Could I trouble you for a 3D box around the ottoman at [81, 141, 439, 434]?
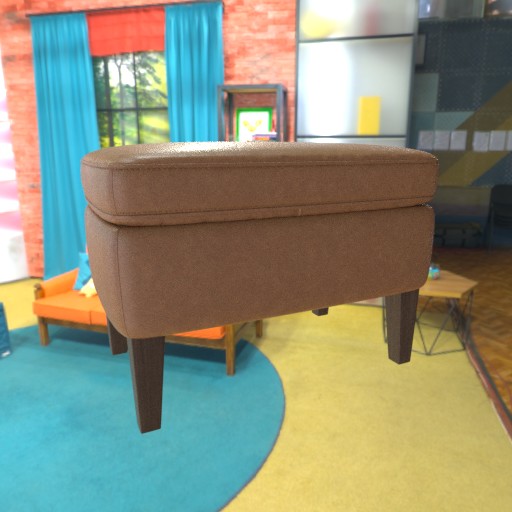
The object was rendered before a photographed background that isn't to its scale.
[{"bbox_3d":[0.000,0.000,0.962,0.670,0.480,0.420,-7,15,-25],"label":"ottoman"}]
